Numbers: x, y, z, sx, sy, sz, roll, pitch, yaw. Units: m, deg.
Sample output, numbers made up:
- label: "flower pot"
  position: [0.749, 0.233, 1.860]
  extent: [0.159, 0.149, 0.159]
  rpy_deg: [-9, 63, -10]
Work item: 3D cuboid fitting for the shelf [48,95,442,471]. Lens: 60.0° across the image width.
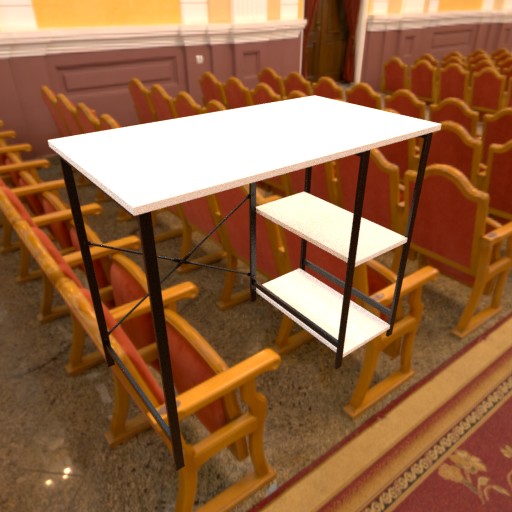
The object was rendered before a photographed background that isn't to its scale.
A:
- label: "shelf"
  position: [0.000, 0.000, 1.341]
  extent: [0.902, 0.750, 0.498]
  rpy_deg: [-21, 37, -32]
